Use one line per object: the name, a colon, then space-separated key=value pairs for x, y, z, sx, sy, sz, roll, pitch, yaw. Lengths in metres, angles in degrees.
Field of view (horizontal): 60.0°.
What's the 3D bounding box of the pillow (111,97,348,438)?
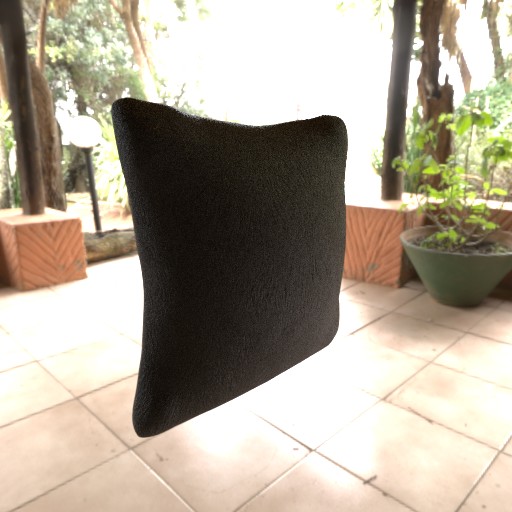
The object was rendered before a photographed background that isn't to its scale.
pillow: x=0.000 y=0.000 z=0.817 sx=0.210 sy=0.523 sz=0.533 roll=14 pitch=20 yaw=43
